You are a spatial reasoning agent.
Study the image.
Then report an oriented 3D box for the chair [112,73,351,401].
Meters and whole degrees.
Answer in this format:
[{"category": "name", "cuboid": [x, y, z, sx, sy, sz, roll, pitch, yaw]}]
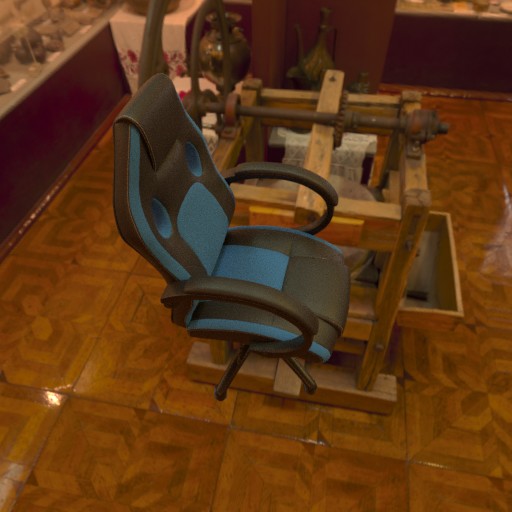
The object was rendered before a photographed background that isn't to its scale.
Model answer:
[{"category": "chair", "cuboid": [0.000, 0.000, 1.607, 0.724, 1.187, 0.673, 10, 48, 9]}]
